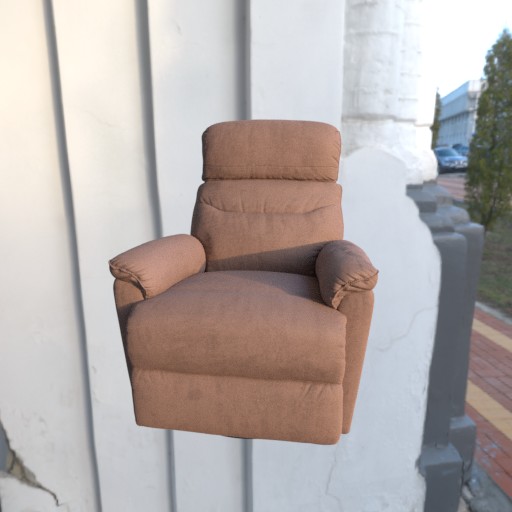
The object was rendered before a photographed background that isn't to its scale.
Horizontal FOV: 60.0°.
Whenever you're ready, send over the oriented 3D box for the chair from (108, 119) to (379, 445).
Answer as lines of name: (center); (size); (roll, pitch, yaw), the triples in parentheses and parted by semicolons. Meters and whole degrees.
chair: (0.000, 0.000, 1.682); (0.820, 1.037, 1.004); (2, 14, 8)
